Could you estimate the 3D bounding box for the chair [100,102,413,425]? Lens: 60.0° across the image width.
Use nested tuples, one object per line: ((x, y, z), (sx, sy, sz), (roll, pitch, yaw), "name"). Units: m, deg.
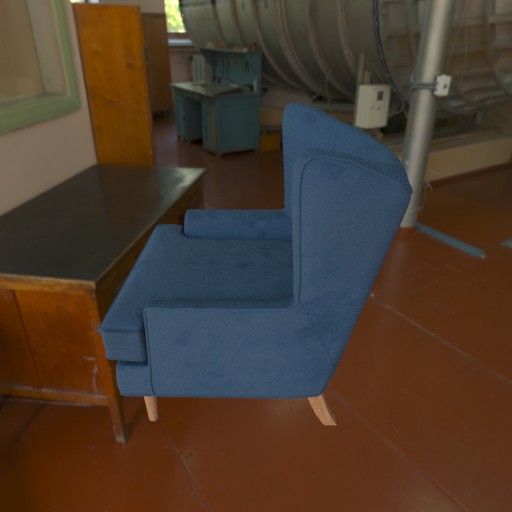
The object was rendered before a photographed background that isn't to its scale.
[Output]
((0.000, 0.000, 1.599), (0.910, 0.952, 0.793), (1, 27, 1), "chair")
